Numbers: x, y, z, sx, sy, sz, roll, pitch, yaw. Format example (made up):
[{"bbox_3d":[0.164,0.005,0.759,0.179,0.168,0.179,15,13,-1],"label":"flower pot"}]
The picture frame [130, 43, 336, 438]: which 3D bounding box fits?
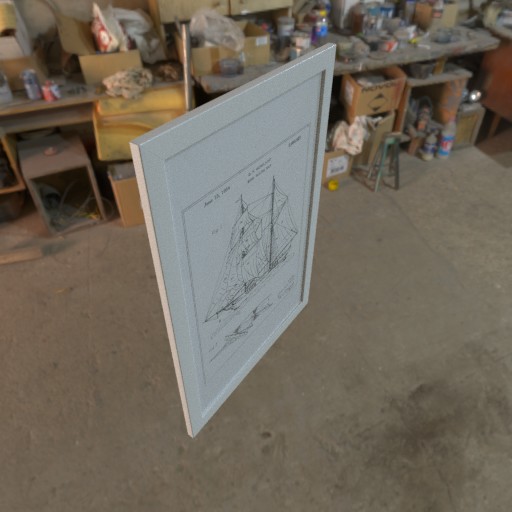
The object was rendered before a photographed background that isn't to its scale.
[{"bbox_3d":[0.000,0.000,0.688,0.012,0.534,0.381,25,46,26],"label":"picture frame"}]
